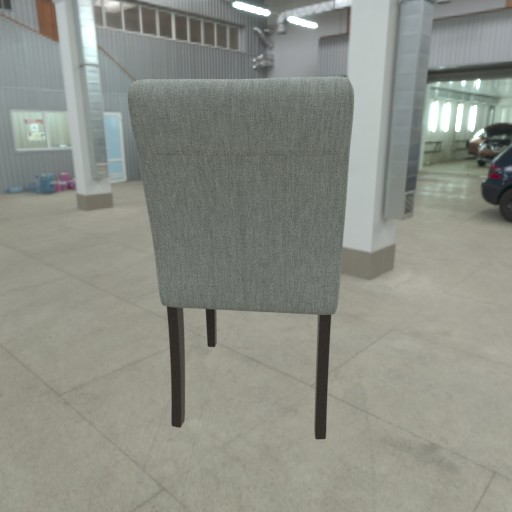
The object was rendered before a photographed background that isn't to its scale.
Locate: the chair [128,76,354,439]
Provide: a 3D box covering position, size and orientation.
[{"bbox_3d":[0.000,0.000,1.249,0.487,0.884,0.629,2,16,7],"label":"chair"}]
